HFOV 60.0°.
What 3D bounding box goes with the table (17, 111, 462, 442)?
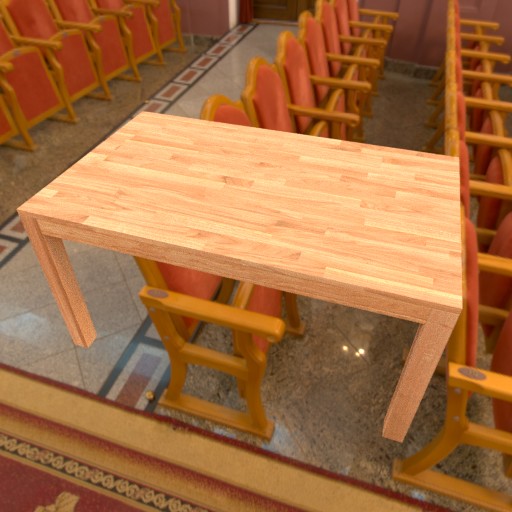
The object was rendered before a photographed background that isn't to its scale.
[{"bbox_3d":[0.000,0.000,1.974,1.500,0.770,0.900,12,42,14],"label":"table"}]
